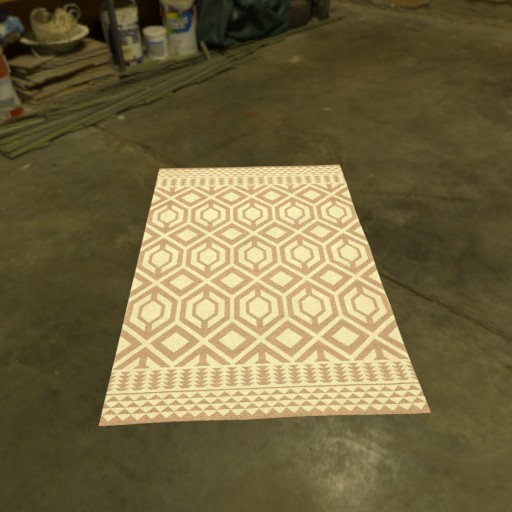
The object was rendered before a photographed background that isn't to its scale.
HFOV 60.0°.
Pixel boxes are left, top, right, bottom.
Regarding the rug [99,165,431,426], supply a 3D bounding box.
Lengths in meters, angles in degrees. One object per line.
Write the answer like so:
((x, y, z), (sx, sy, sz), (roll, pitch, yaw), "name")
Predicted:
((0.000, 0.000, 2.313), (1.219, 0.008, 1.829), (-2, 41, -2), "rug")
